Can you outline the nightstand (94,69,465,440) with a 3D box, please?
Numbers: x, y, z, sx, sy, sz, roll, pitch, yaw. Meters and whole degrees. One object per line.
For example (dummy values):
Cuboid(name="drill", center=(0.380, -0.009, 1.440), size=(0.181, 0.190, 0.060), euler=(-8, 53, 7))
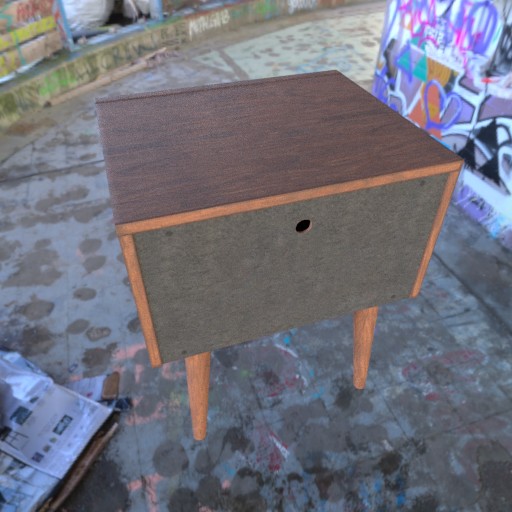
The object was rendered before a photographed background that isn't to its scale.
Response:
Cuboid(name="nightstand", center=(0.000, 0.000, 0.968), size=(0.521, 0.607, 0.445), euler=(-12, 42, -14))
